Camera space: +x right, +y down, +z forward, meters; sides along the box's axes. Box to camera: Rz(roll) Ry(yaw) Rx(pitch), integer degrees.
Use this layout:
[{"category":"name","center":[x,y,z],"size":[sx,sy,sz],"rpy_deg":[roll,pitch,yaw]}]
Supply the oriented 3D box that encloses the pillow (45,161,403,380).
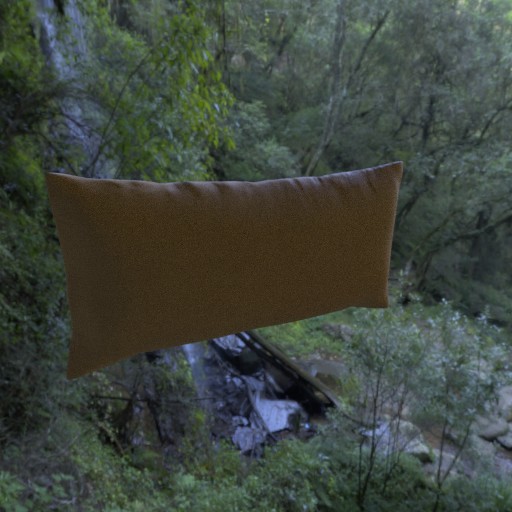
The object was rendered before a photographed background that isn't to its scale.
[{"category":"pillow","center":[0.000,0.000,0.729],"size":[0.608,0.291,0.151],"rpy_deg":[-8,17,-26]}]
